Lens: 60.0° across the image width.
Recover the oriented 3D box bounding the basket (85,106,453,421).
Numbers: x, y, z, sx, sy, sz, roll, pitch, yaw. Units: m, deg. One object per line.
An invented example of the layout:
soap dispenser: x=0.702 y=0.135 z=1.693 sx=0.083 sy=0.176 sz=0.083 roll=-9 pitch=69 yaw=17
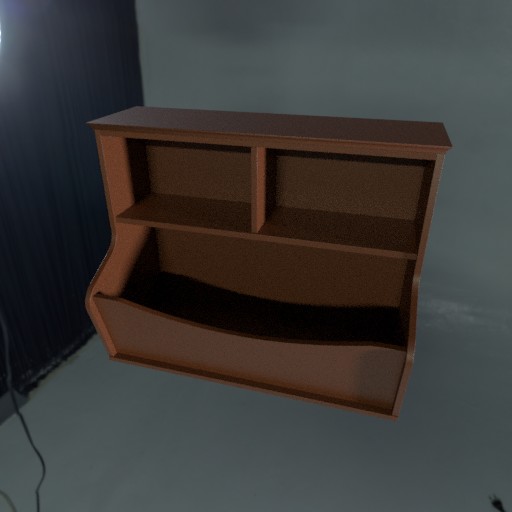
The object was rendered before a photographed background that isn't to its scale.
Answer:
basket: x=0.000 y=0.000 z=1.111 sx=0.792 sy=0.625 sz=0.376 roll=8 pitch=29 yaw=14
